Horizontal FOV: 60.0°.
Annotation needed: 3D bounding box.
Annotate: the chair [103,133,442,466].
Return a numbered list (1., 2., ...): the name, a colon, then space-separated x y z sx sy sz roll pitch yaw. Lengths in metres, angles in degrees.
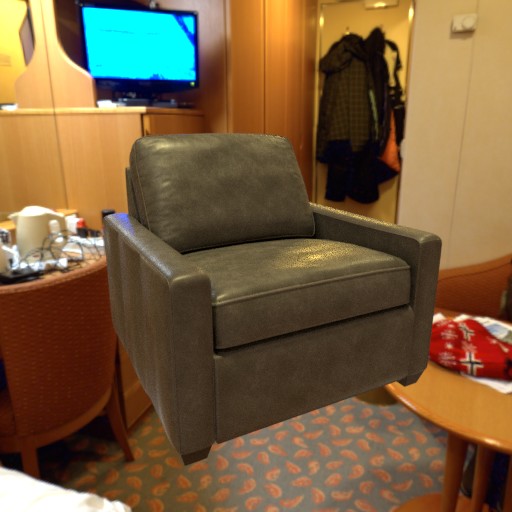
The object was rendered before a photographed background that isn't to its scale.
1. chair: 0.000 0.000 1.732 1.006 0.916 0.939 -9 18 -27
